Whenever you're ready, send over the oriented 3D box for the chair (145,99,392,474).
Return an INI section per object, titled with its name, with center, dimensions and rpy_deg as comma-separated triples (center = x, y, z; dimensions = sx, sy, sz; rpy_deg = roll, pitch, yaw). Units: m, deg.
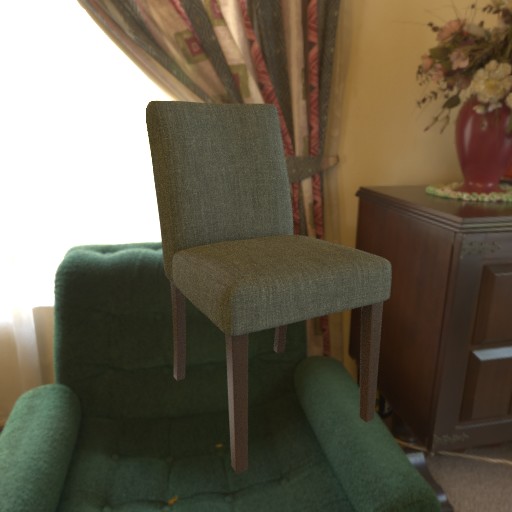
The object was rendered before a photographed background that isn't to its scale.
[chair]
center = 0.000, 0.000, 1.299
dimensions = 0.487, 0.884, 0.629
rpy_deg = -8, 18, -28
